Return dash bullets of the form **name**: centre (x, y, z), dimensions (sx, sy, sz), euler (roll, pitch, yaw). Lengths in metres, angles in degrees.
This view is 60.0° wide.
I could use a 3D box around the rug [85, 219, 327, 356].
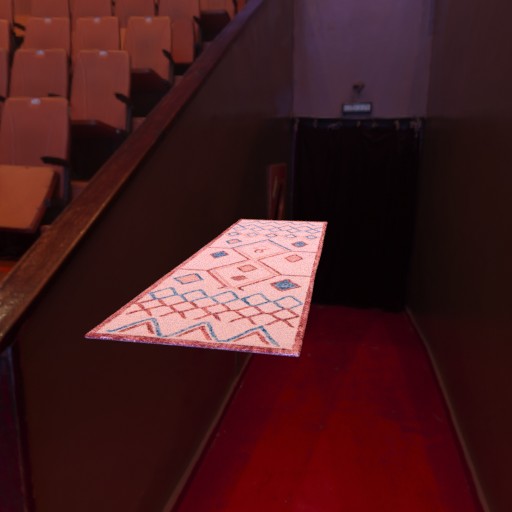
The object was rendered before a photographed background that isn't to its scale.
- **rug**: centre (0.000, 0.000, 2.630), dimensions (0.750, 0.011, 2.435), euler (3, 15, 11)
